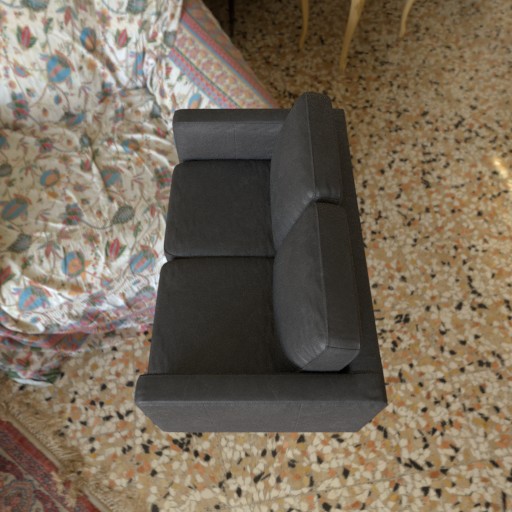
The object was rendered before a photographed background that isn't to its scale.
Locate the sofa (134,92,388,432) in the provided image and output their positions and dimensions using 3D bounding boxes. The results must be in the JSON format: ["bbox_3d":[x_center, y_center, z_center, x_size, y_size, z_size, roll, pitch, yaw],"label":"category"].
[{"bbox_3d":[0.000,0.000,2.029,0.879,0.899,1.430,0,59,0],"label":"sofa"}]
